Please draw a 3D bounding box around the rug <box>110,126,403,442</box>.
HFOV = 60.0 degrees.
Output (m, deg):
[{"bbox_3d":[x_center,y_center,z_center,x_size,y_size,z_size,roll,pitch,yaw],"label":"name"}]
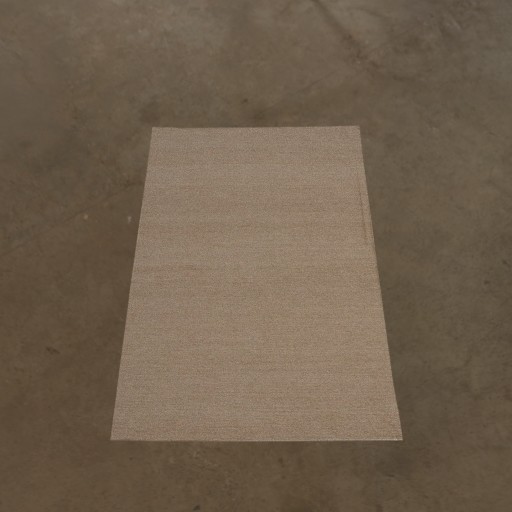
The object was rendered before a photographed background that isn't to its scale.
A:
[{"bbox_3d":[0.000,0.000,3.704,2.032,0.038,2.869,0,63,0],"label":"rug"}]
